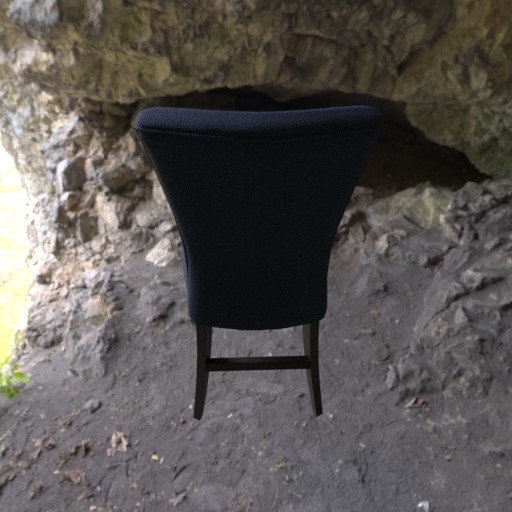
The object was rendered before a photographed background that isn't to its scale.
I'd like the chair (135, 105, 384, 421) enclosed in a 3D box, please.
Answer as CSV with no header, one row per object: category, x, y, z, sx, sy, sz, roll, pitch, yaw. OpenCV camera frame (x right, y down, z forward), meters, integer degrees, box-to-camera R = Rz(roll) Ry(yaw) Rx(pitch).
chair,0.000,0.000,1.374,0.520,0.991,0.660,-1,30,-2
